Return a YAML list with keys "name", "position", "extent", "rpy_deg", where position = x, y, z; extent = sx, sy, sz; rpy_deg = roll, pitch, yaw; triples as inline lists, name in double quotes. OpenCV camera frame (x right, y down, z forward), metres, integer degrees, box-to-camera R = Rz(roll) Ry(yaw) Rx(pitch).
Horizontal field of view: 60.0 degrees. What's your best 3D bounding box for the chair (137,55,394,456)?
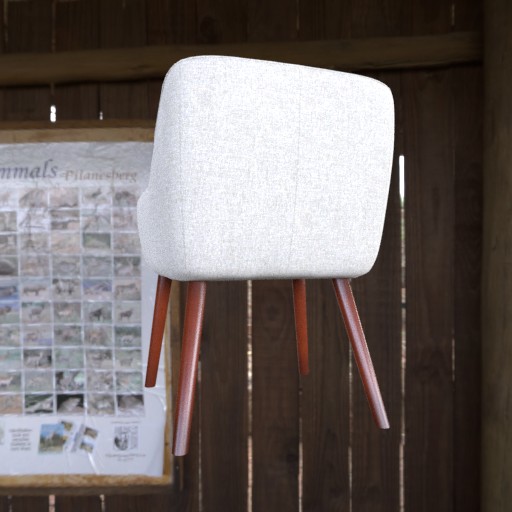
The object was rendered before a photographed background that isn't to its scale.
- name: "chair"
  position: [0.000, 0.000, 1.215]
  extent: [0.610, 0.813, 0.610]
  rpy_deg: [0, -1, -18]
